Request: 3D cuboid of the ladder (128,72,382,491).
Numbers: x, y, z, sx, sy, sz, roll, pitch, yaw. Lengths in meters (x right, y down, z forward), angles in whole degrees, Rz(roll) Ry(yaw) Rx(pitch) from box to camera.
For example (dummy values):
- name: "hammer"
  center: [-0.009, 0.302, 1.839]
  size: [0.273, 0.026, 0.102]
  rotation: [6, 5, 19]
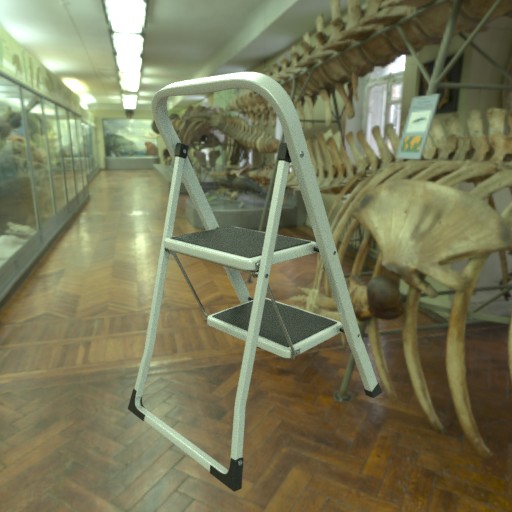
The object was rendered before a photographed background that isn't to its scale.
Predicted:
- name: "ladder"
  center: [0.000, 0.000, 1.109]
  size: [0.460, 0.810, 0.544]
  rotation: [14, 20, 42]
